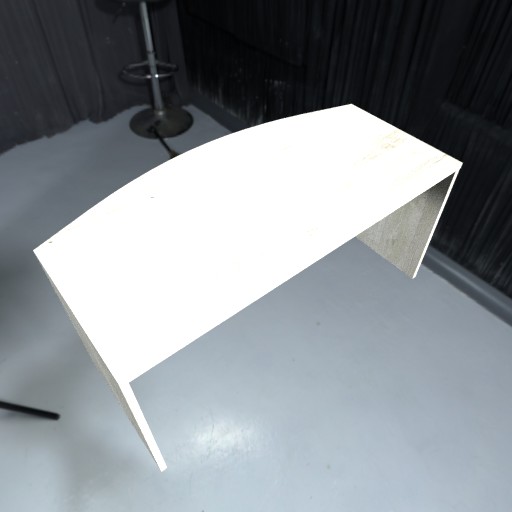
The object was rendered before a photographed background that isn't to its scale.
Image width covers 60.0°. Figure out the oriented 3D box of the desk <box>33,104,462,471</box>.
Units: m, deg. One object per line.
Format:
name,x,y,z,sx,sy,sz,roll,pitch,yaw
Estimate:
desk,0.000,0.000,2.024,1.600,0.752,0.802,-31,54,-25
